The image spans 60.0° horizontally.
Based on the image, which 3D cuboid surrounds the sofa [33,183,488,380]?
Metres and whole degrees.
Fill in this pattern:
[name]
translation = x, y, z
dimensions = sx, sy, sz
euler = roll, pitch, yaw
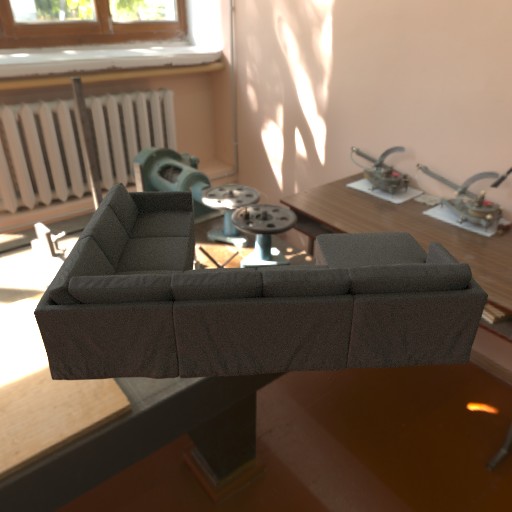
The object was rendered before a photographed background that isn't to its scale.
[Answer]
[sofa]
translation = 0.000, 0.000, 4.516
dimensions = 3.528, 0.878, 2.476
euler = -2, 29, -3
